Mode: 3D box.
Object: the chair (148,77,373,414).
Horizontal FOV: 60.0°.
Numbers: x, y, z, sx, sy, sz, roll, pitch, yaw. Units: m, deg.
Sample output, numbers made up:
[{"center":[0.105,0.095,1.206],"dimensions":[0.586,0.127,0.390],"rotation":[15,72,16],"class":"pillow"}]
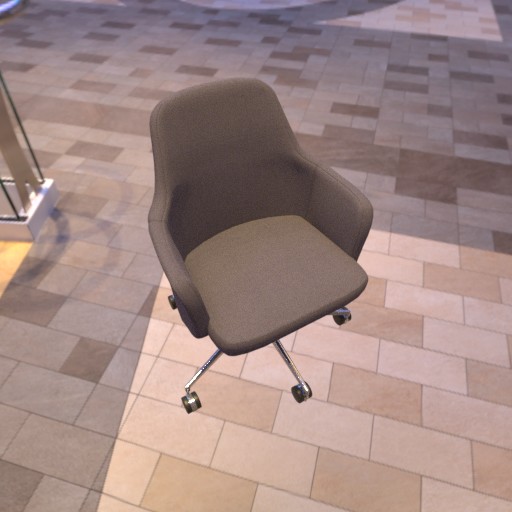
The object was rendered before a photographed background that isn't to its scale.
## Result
[{"center":[0.000,0.000,1.287],"dimensions":[0.655,0.820,0.600],"rotation":[-23,49,-21],"class":"chair"}]
